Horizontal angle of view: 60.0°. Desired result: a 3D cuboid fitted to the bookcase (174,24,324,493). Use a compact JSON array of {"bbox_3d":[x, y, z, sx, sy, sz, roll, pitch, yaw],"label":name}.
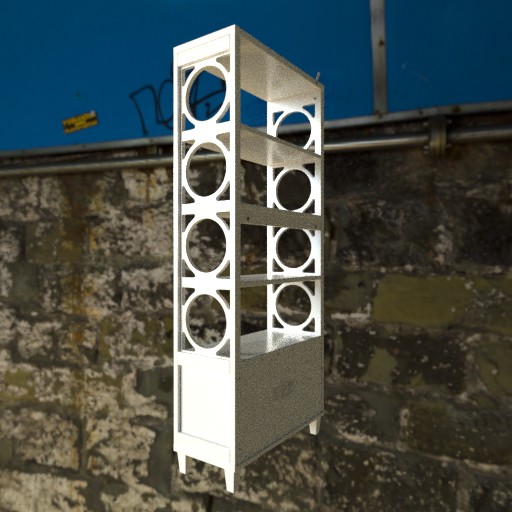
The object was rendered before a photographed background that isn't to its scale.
[{"bbox_3d":[0.000,0.000,2.116,0.361,1.869,0.761,0,0,35],"label":"bookcase"}]
